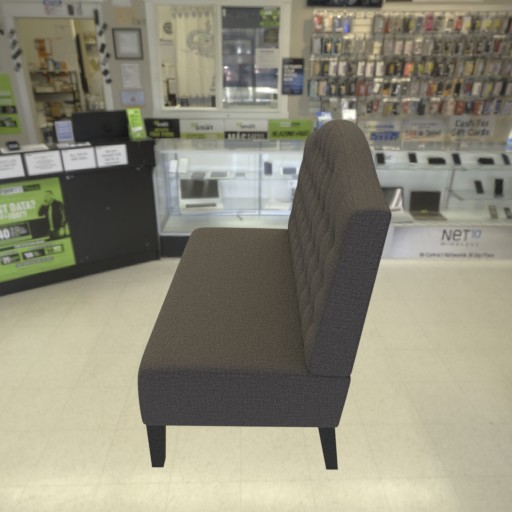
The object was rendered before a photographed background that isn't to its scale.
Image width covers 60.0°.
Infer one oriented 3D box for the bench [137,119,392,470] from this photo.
[{"bbox_3d":[0.000,0.000,2.020,0.815,1.180,1.335,0,25,1],"label":"bench"}]
